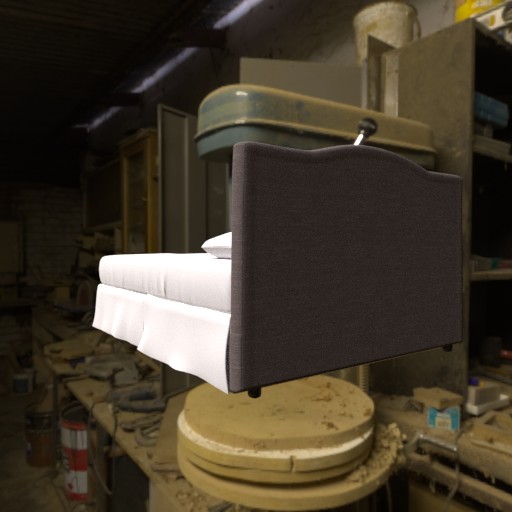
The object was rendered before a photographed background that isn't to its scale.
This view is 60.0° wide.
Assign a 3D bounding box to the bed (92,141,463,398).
[{"bbox_3d":[0.000,0.000,3.952,2.161,1.457,2.689,-1,1,-35],"label":"bed"}]
